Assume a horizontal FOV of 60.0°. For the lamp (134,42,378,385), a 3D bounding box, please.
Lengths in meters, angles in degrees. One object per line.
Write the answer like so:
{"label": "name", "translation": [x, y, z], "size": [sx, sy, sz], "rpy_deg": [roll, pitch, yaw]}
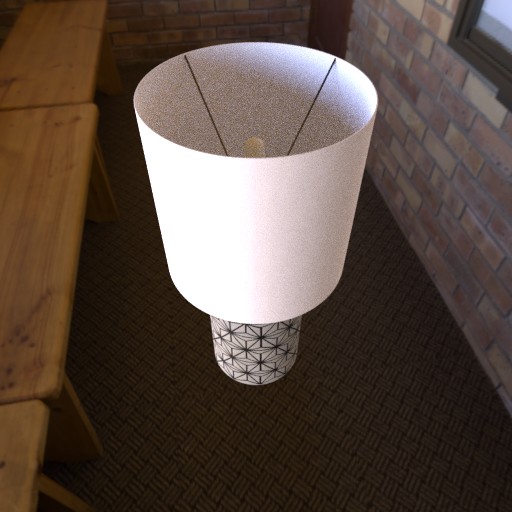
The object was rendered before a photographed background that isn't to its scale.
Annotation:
{"label": "lamp", "translation": [0.000, 0.000, 0.531], "size": [0.206, 0.416, 0.206], "rpy_deg": [-33, 55, -27]}
